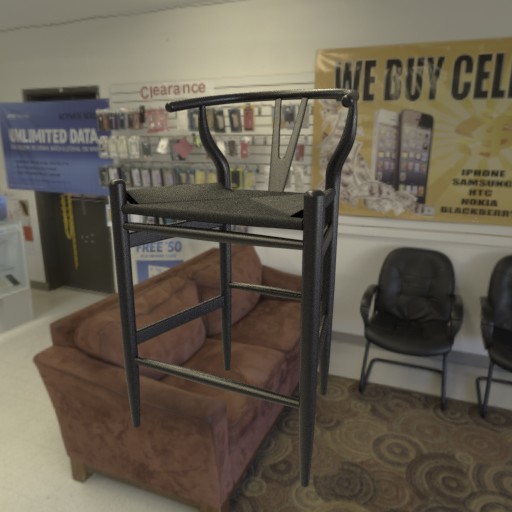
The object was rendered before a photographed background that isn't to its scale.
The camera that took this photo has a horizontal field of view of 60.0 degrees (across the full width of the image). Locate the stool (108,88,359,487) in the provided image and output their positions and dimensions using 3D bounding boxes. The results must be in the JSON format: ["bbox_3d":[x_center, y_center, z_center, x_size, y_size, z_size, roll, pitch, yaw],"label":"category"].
[{"bbox_3d":[0.000,0.000,1.309,0.569,0.970,0.579,7,17,25],"label":"stool"}]
